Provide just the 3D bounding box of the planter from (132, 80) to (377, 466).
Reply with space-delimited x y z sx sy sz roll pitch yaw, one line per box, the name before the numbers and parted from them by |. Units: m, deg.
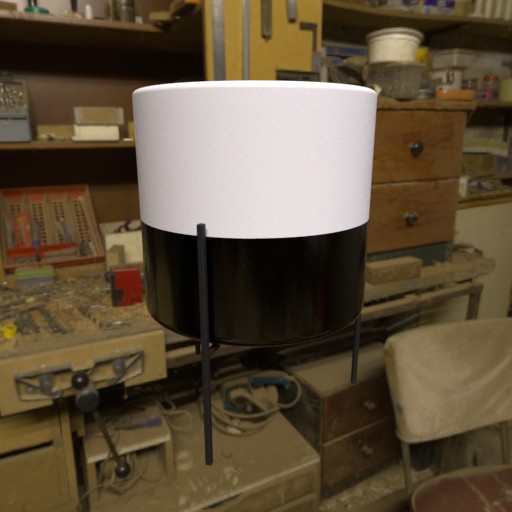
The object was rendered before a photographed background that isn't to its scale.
planter | 0.000 0.000 0.623 0.310 0.432 0.310 -7 17 -24
